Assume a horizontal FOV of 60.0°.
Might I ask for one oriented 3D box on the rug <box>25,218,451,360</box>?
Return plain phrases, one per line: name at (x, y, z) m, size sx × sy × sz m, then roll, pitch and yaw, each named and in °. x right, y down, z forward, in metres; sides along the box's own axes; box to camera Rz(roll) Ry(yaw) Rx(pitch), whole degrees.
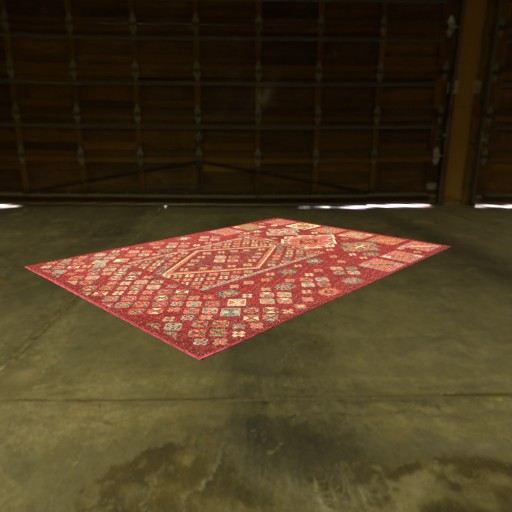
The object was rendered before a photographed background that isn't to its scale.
rug at (0.000, 0.000, 2.770) m, size 1.579 × 0.007 × 2.184 m, roll 14°, pitch 21°, yaw 42°
